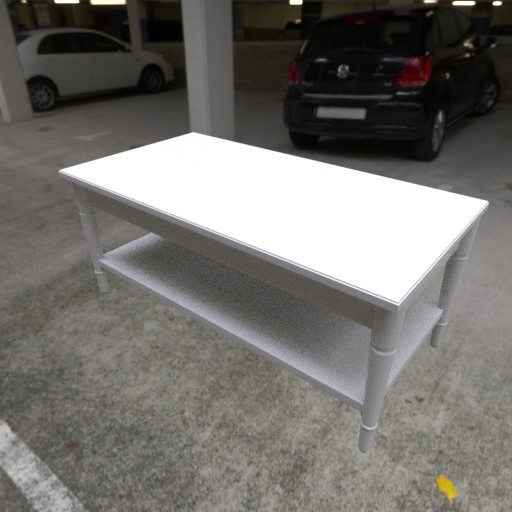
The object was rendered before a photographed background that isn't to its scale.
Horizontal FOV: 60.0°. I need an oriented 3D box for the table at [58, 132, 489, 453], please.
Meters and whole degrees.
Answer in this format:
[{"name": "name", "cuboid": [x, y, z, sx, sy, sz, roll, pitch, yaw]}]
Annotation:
[{"name": "table", "cuboid": [0.000, 0.000, 1.336, 1.067, 0.457, 0.559, 22, 37, 33]}]
